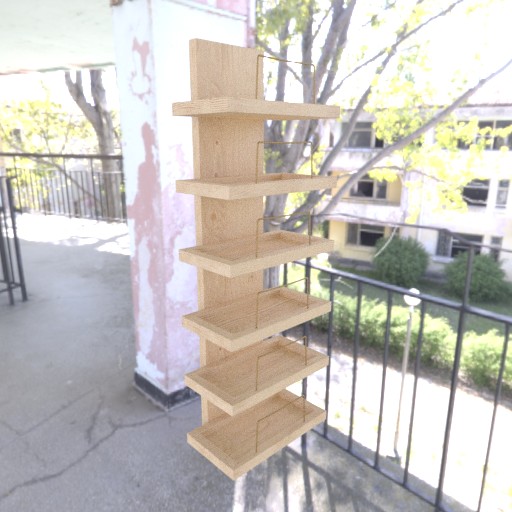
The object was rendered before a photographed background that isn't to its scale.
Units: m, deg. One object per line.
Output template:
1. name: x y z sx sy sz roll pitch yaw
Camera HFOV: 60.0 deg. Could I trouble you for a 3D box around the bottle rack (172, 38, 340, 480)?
1. bottle rack: 0.000 0.000 1.053 0.330 0.943 0.206 -13 20 -42
